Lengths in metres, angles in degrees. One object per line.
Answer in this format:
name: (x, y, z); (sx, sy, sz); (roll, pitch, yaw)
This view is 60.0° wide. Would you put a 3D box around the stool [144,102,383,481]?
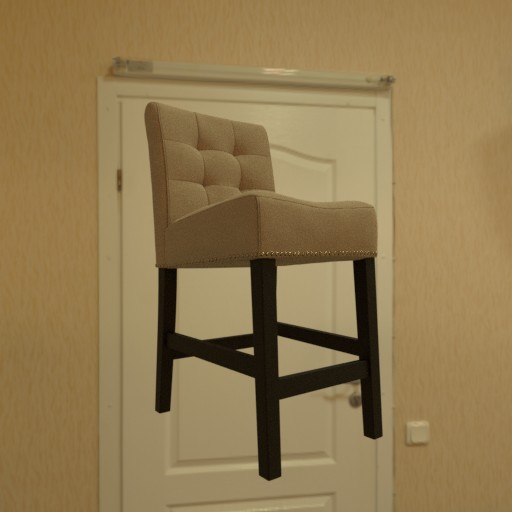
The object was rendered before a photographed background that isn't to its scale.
stool: (0.000, 0.000, 1.202); (0.427, 0.885, 0.571); (0, 0, -37)
